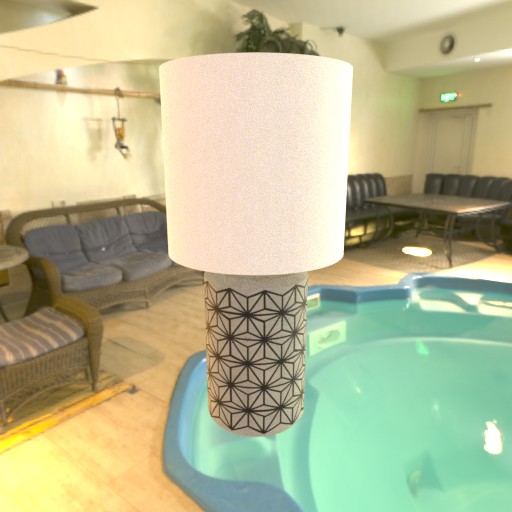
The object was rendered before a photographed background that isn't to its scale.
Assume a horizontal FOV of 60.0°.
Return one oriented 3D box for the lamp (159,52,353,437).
[{"bbox_3d":[0.000,0.000,0.534,0.206,0.416,0.206,14,20,43],"label":"lamp"}]
